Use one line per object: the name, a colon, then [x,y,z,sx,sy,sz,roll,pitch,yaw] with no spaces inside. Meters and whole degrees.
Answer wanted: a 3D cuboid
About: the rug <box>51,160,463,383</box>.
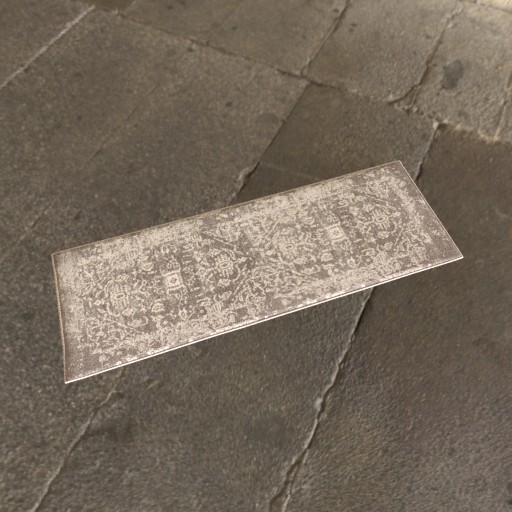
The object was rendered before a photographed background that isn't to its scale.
rug: [0.000,0.000,2.776,2.452,0.017,0.855,-16,61,-9]
